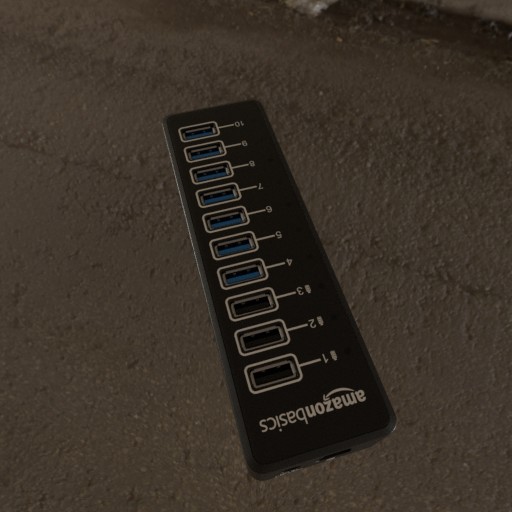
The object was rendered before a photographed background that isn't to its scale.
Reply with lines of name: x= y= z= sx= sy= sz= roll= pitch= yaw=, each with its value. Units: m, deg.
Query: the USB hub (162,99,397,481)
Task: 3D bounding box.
USB hub: x=0.000 y=0.000 z=0.166 sx=0.044 sy=0.023 sz=0.145 roll=-14 pitch=60 yaw=-8
